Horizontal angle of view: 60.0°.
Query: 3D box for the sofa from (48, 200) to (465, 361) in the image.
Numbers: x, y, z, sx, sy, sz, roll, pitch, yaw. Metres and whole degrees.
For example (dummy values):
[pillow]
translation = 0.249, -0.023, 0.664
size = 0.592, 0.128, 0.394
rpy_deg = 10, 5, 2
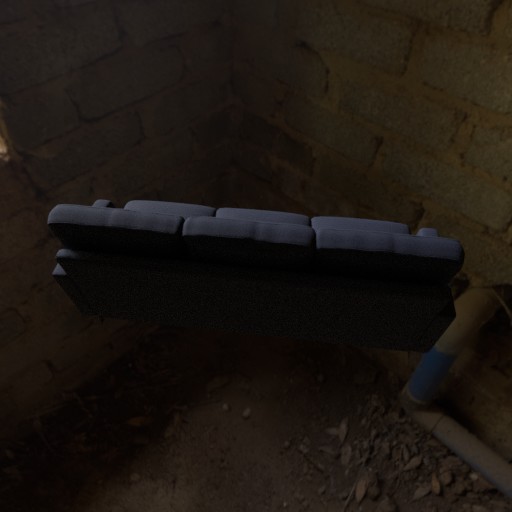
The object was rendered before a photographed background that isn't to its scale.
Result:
[sofa]
translation = 0.000, 0.000, 2.649
size = 2.115, 0.984, 0.888
rpy_deg = 6, 46, 5
